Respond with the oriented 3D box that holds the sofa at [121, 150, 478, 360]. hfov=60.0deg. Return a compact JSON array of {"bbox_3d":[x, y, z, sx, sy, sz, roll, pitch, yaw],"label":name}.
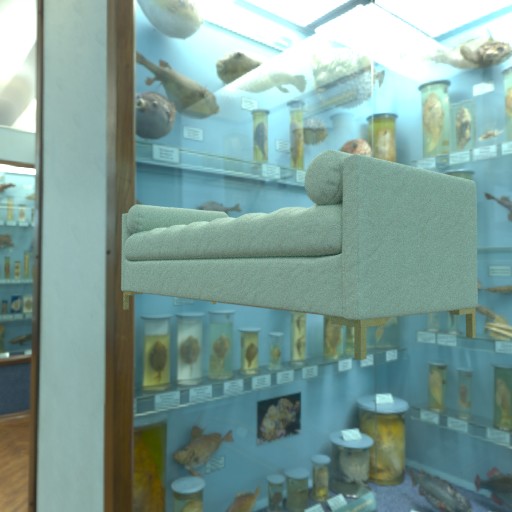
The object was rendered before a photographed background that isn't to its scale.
[{"bbox_3d":[0.000,0.000,2.450,0.796,0.705,2.102,1,-2,-37],"label":"sofa"}]
